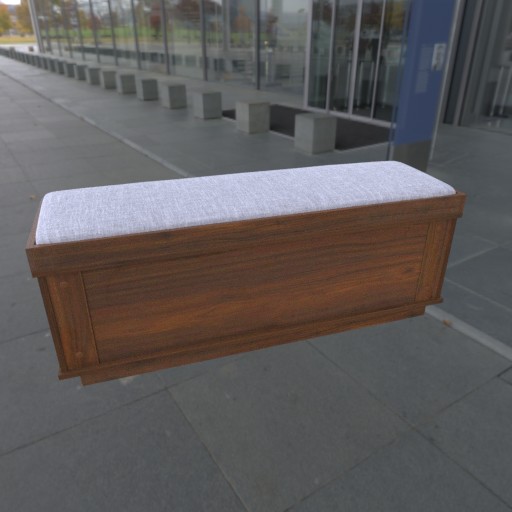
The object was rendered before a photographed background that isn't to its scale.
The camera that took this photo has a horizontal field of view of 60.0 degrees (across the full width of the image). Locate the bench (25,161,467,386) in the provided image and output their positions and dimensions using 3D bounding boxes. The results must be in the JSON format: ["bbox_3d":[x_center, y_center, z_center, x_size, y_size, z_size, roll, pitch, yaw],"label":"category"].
[{"bbox_3d":[0.000,0.000,1.392,1.196,0.468,0.367,-8,28,-16],"label":"bench"}]
